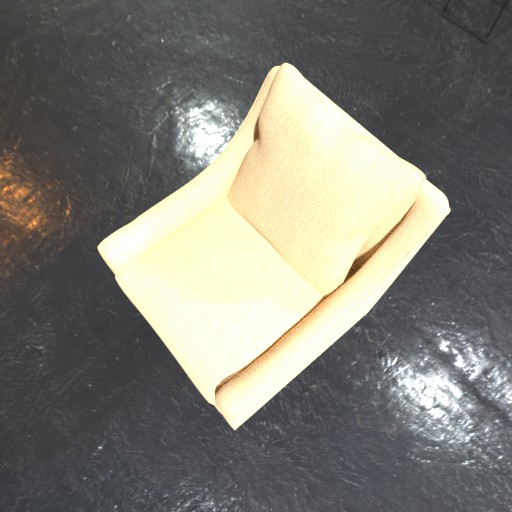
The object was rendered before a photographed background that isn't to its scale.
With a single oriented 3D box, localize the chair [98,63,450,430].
[{"bbox_3d":[0.000,0.000,1.588,0.876,0.927,0.760,-37,71,-16],"label":"chair"}]
